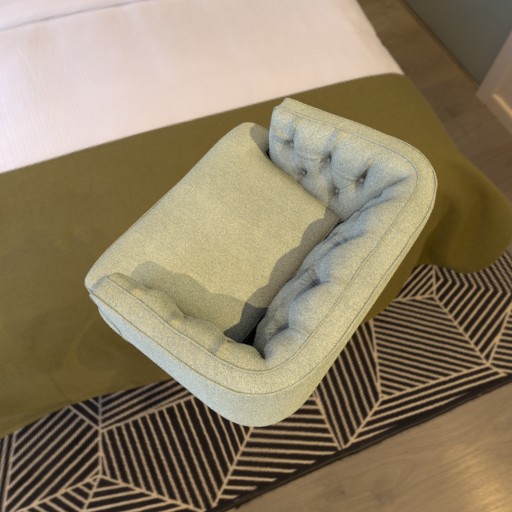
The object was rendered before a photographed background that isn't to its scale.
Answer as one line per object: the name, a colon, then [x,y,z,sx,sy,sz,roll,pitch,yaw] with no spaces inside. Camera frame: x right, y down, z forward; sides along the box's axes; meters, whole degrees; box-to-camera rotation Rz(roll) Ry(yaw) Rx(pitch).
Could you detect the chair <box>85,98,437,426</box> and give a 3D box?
chair: [0.000,0.000,1.754,0.945,0.852,1.094,34,68,16]
